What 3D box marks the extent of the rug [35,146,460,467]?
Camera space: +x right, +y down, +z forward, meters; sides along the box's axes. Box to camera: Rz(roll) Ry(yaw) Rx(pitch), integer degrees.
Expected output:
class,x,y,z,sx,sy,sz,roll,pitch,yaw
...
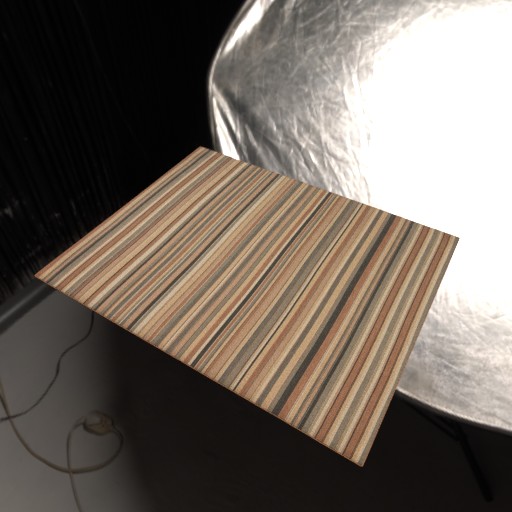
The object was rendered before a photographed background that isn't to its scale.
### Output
class,x,y,z,sx,sy,sz,roll,pitch,yaw
rug,0.000,0.000,4.024,3.045,0.011,2.436,24,50,21
